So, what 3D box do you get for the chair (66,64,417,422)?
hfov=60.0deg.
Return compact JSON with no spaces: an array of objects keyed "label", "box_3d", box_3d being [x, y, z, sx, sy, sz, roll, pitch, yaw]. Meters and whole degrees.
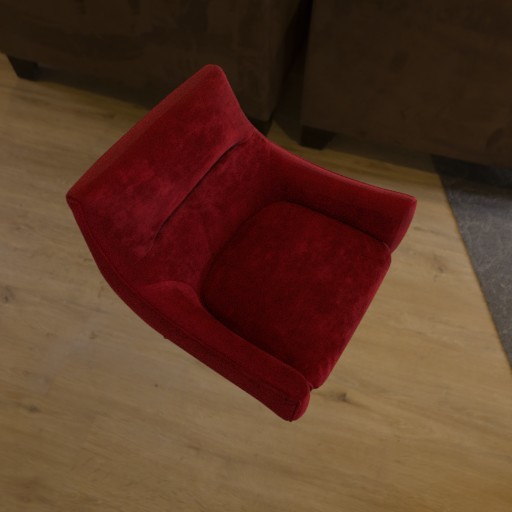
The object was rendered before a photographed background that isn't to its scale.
[{"label":"chair","box_3d":[0.000,0.000,1.470,0.787,0.838,0.762,29,63,16]}]
